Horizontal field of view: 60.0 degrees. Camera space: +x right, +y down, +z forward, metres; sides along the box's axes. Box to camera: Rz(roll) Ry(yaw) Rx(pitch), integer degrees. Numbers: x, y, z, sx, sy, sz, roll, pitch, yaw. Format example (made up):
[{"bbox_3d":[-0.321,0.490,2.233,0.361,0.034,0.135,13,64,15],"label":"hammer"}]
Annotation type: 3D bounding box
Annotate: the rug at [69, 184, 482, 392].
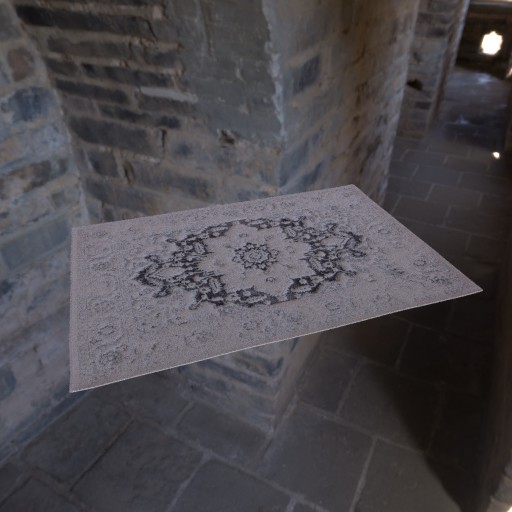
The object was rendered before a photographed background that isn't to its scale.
[{"bbox_3d":[0.000,0.000,2.287,1.813,0.008,1.223,-11,35,-16],"label":"rug"}]
